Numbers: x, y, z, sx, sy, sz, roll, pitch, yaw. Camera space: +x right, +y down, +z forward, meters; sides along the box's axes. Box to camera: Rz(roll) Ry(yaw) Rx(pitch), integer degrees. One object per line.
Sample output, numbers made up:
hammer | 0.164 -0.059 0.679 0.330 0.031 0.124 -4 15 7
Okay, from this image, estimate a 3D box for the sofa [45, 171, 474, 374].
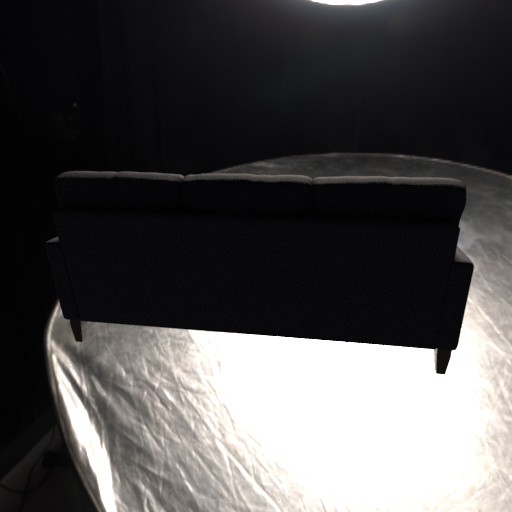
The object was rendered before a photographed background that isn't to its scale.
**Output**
sofa | 0.000 0.000 2.550 2.115 0.984 0.888 3 16 10
